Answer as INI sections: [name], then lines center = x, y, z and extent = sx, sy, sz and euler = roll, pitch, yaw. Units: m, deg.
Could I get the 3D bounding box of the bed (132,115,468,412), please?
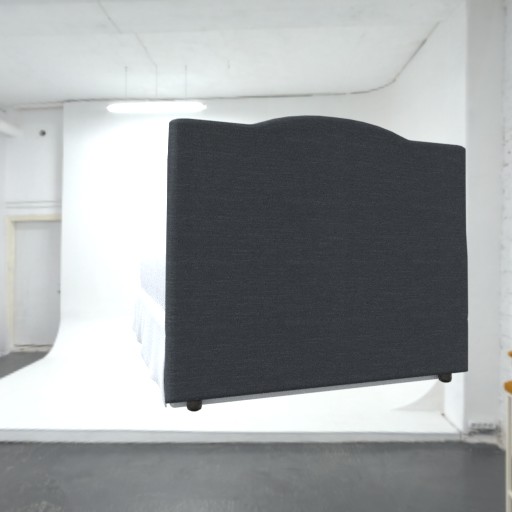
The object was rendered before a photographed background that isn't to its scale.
[bed]
center = 0.000, 0.000, 3.440
extent = 1.747, 1.441, 2.507
euler = 0, 0, -19
